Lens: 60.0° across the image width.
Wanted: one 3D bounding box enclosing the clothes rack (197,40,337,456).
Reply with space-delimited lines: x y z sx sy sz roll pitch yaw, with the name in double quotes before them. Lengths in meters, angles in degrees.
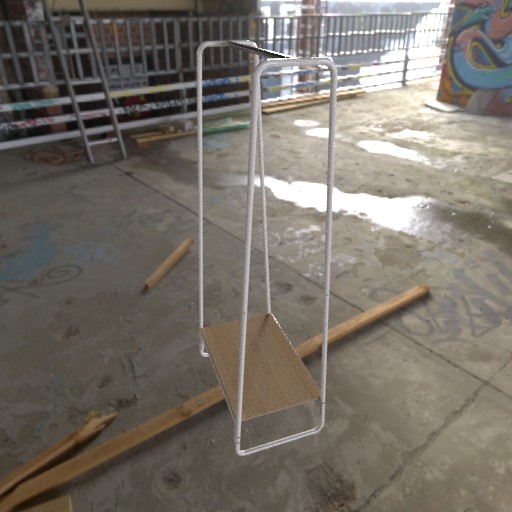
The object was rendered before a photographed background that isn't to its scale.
"clothes rack" 0.000 0.000 1.758 0.400 1.500 0.640 -10 31 -17
